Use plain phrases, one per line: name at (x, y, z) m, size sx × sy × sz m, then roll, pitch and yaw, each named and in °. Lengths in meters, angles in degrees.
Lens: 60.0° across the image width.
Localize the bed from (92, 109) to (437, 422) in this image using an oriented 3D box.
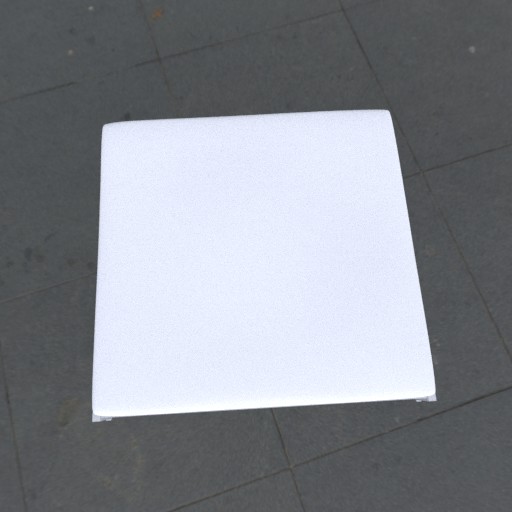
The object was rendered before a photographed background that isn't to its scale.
bed at (0.000, 0.000, 2.984) m, size 2.108 × 0.510 × 2.007 m, roll -3°, pitch 74°, yaw -1°
